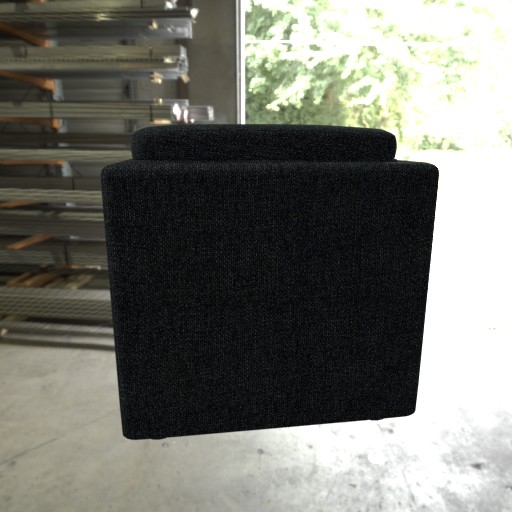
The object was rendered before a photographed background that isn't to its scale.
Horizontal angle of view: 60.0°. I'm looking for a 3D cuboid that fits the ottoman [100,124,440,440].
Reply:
[{"bbox_3d":[0.000,0.000,0.819,0.450,0.460,0.450,-2,14,-8],"label":"ottoman"}]
